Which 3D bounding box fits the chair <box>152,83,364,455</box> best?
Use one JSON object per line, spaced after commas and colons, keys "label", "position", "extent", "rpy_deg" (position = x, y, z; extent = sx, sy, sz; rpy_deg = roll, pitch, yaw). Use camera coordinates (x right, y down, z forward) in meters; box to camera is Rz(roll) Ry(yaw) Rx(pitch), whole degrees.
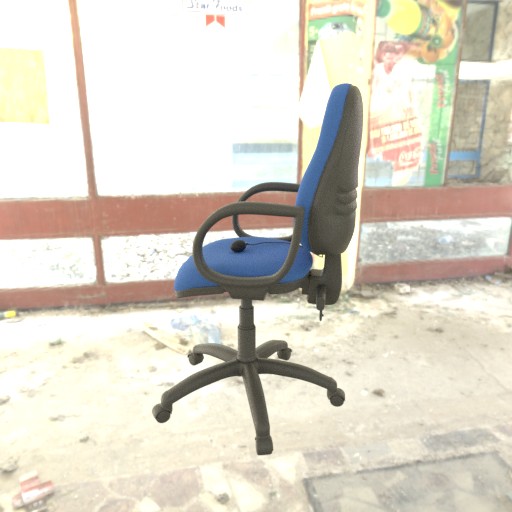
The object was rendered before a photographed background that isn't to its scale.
{"label": "chair", "position": [0.000, 0.000, 1.259], "extent": [0.549, 0.905, 0.552], "rpy_deg": [3, 16, 9]}
